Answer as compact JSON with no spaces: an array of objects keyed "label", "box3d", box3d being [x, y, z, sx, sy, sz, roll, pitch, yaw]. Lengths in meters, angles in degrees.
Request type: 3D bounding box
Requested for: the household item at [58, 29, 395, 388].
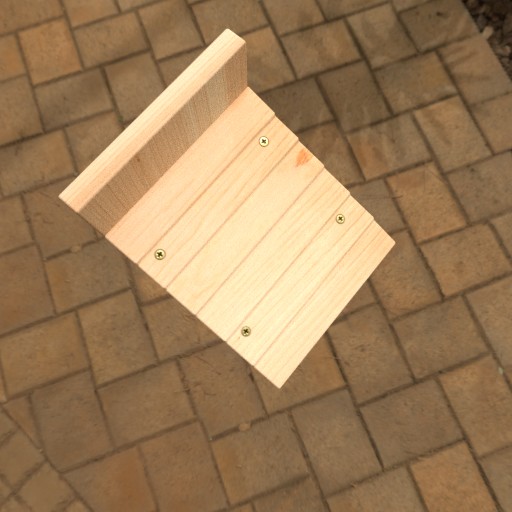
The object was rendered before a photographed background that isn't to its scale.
[{"label":"household item","box3d":[0.000,0.000,0.396,0.171,0.300,0.149,39,80,9]}]
